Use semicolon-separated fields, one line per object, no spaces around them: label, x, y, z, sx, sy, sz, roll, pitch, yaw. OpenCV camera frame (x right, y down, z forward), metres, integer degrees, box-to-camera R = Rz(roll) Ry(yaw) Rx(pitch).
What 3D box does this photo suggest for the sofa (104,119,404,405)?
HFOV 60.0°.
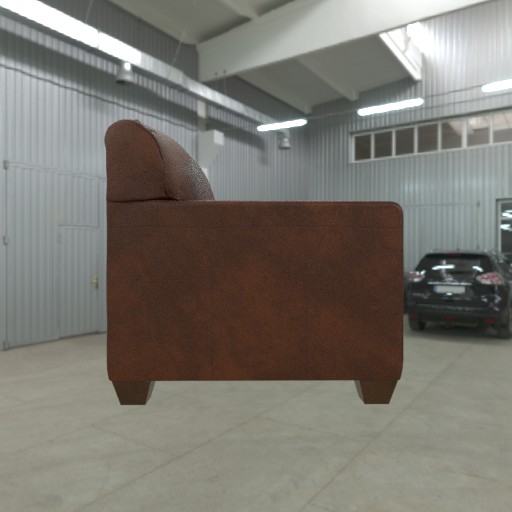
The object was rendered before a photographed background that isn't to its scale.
sofa;0.000;0.000;2.086;1.000;0.956;1.413;0;0;-1
